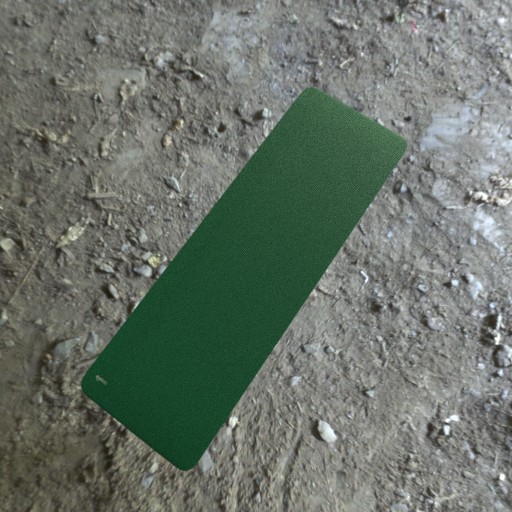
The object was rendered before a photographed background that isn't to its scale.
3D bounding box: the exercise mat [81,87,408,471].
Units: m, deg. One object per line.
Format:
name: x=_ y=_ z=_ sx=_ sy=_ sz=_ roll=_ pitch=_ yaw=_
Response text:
exercise mat: x=0.000 y=0.000 z=2.077 sx=0.616 sy=0.021 sz=1.869 roll=34 pitch=77 yaw=9
